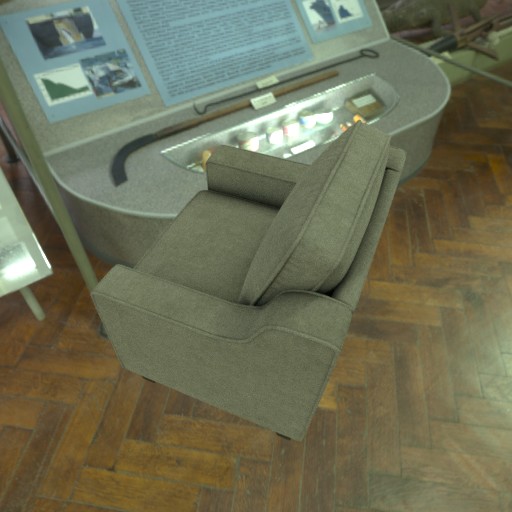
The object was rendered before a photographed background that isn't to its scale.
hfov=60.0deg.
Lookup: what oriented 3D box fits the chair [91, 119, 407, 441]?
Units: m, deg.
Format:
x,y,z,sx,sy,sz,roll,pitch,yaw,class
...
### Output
x,y,z,sx,sy,sz,roll,pitch,yaw,class
0.000,0.000,1.676,0.840,0.944,0.926,17,49,16,chair
